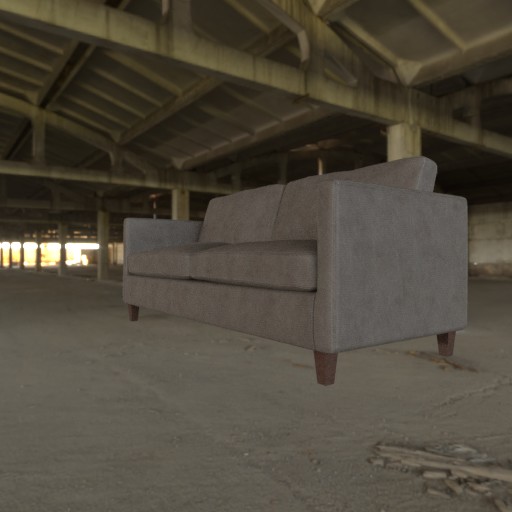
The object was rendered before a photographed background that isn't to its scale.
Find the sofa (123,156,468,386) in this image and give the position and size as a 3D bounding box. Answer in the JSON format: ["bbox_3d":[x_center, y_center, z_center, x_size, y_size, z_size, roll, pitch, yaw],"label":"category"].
[{"bbox_3d":[0.000,0.000,2.728,0.951,0.965,2.208,0,0,-36],"label":"sofa"}]
